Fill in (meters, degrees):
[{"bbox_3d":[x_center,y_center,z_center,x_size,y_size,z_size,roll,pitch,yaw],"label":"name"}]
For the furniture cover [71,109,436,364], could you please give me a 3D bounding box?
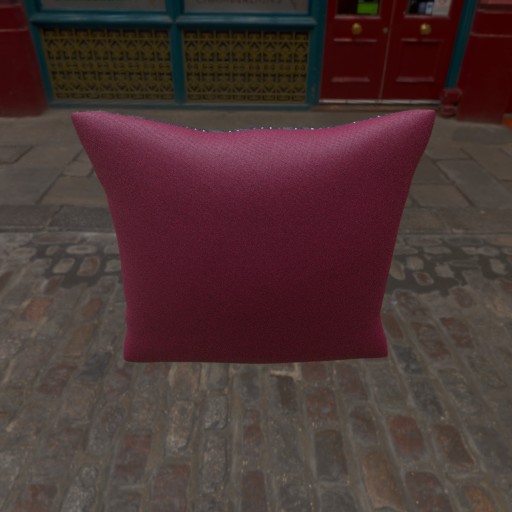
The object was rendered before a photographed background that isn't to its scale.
[{"bbox_3d":[0.000,0.000,0.794,0.552,0.509,0.193,-1,32,-1],"label":"furniture cover"}]
